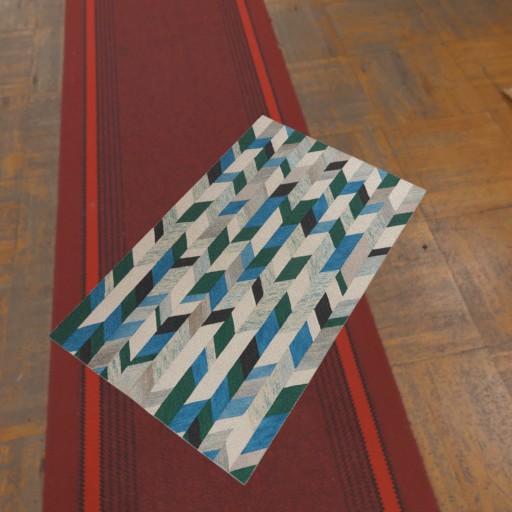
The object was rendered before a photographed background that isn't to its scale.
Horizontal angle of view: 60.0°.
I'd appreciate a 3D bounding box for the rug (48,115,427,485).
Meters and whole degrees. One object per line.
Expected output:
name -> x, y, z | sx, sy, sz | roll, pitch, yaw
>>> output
rug -> 0.000, 0.000, 3.076 | 1.507, 0.007, 2.433 | 30, 63, 17
